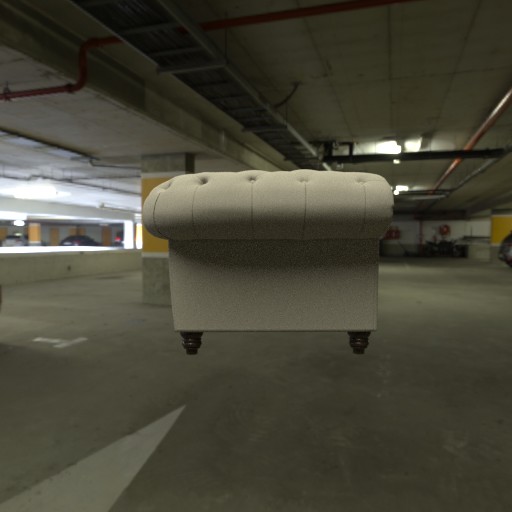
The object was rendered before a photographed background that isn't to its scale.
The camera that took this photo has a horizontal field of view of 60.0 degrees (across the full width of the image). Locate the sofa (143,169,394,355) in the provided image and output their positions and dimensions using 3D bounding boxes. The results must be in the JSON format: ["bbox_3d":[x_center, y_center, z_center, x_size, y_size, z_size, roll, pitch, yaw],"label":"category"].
[{"bbox_3d":[0.000,0.000,2.781,0.991,0.749,2.411,0,2,-1],"label":"sofa"}]
